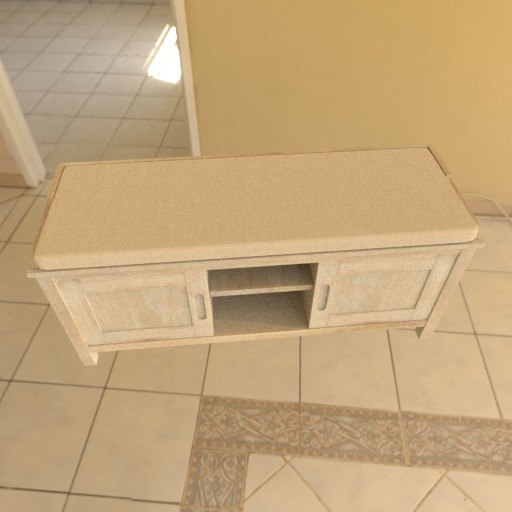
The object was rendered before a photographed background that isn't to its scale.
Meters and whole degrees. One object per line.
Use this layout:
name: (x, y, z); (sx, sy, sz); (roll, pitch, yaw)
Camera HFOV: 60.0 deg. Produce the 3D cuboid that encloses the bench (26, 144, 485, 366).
bench: (0.000, 0.000, 1.378); (1.140, 0.501, 0.398); (-4, 47, -4)
